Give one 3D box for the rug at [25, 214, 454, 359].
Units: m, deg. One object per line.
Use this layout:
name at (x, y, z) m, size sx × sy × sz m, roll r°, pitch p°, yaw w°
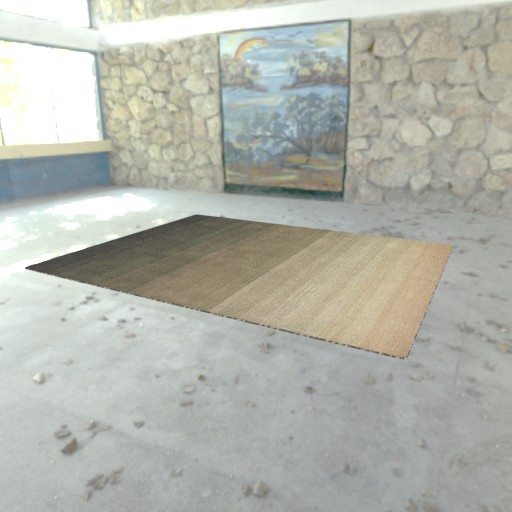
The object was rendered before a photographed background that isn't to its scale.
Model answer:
rug at (0.000, 0.000, 3.770) m, size 2.902 × 0.017 × 2.305 m, roll 9°, pitch 19°, yaw 27°
